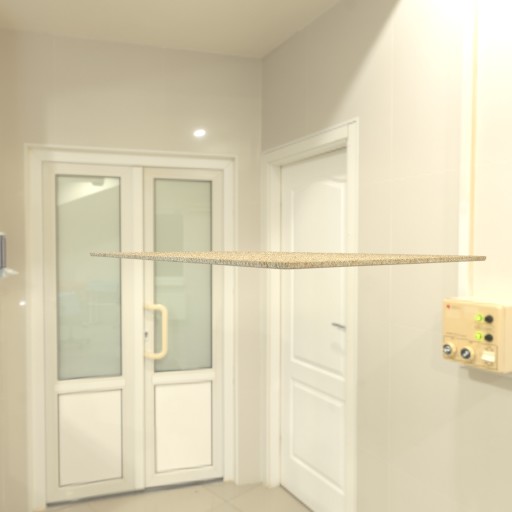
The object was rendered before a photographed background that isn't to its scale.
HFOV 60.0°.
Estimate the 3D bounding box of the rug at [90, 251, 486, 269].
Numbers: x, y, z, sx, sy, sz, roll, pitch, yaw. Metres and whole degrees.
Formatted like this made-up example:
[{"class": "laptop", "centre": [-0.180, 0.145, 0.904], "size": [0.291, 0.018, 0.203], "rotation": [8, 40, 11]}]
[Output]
[{"class": "rug", "centre": [0.000, 0.000, 2.961], "size": [1.500, 0.025, 2.349], "rotation": [-1, 2, -37]}]
